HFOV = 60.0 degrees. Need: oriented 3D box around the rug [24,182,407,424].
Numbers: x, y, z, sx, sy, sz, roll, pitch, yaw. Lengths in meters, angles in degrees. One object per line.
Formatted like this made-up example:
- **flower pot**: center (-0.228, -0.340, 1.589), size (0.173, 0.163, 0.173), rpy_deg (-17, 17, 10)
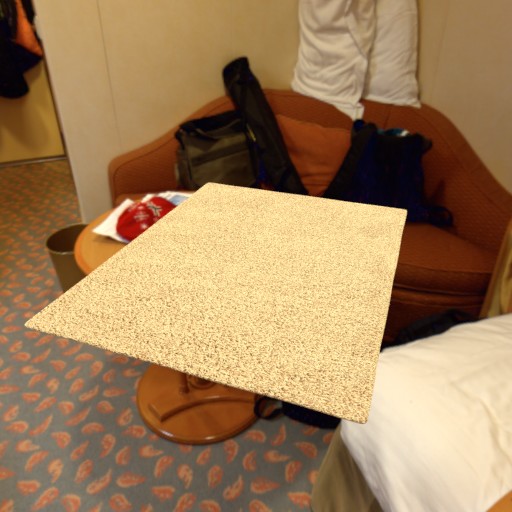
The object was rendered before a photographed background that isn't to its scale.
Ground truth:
- **rug**: center (0.000, 0.000, 4.042), size (2.438, 0.029, 3.047), rpy_deg (11, 32, 18)
